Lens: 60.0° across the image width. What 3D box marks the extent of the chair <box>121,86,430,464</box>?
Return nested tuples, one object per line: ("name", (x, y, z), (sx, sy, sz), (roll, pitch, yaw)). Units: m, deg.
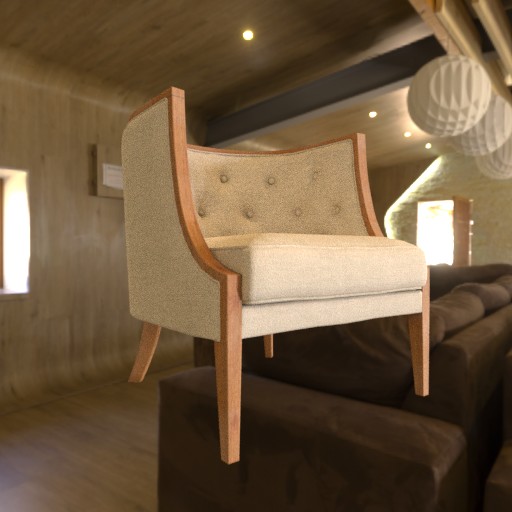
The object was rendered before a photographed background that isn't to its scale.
("chair", (0.000, 0.000, 1.316), (0.711, 0.775, 0.757), (0, 1, -37))
